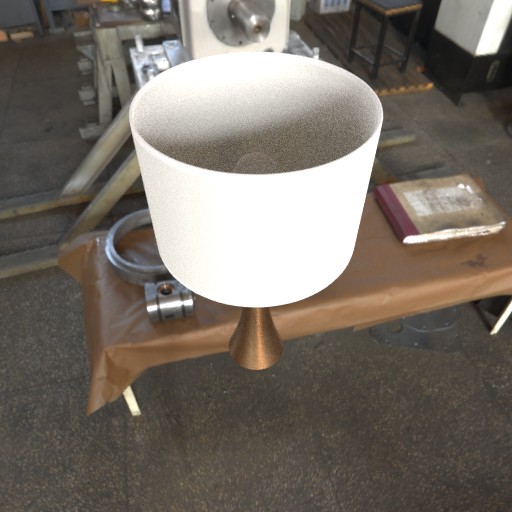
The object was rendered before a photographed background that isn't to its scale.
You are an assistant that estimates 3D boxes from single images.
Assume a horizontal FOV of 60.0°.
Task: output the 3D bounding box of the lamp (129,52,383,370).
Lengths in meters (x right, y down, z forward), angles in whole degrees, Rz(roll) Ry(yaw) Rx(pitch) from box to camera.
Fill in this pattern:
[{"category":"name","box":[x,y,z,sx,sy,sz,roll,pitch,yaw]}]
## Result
[{"category":"lamp","box":[0.000,0.000,0.648,0.268,0.479,0.268,32,54,27]}]
